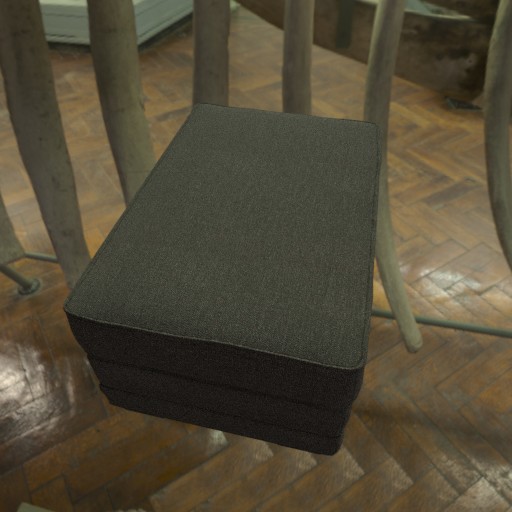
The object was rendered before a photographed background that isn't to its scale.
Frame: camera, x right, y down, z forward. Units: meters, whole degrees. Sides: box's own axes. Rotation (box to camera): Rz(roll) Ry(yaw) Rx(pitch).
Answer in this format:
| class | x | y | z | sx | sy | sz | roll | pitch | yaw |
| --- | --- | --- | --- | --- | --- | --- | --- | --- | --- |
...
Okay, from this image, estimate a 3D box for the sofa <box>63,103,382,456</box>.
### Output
| class | x | y | z | sx | sy | sz | roll | pitch | yaw |
| --- | --- | --- | --- | --- | --- | --- | --- | --- | --- |
| sofa | 0.000 | 0.000 | 1.202 | 0.578 | 0.457 | 0.854 | 9 | 47 | 9 |
